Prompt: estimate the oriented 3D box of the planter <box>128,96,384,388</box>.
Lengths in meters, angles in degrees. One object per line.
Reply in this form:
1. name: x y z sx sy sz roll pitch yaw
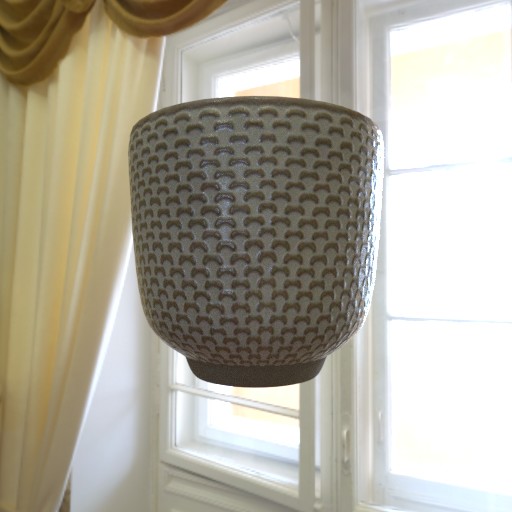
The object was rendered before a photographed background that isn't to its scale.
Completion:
1. planter: 0.000 0.000 0.249 0.139 0.130 0.139 0 -2 0
